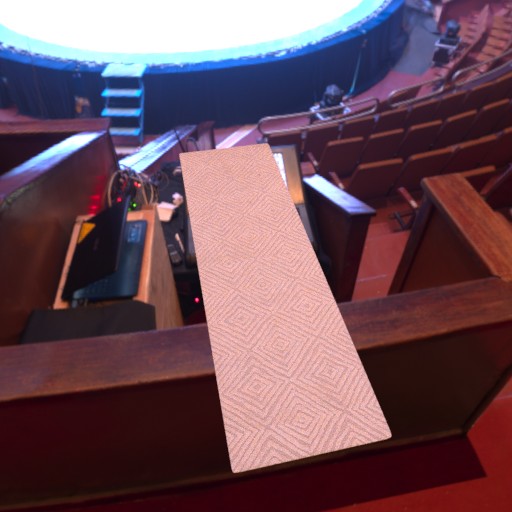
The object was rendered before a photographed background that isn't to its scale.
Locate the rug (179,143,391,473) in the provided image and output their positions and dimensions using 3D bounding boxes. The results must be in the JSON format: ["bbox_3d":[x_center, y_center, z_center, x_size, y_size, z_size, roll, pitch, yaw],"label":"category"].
[{"bbox_3d":[0.000,0.000,2.561,0.676,0.008,2.277,-9,47,-8],"label":"rug"}]
